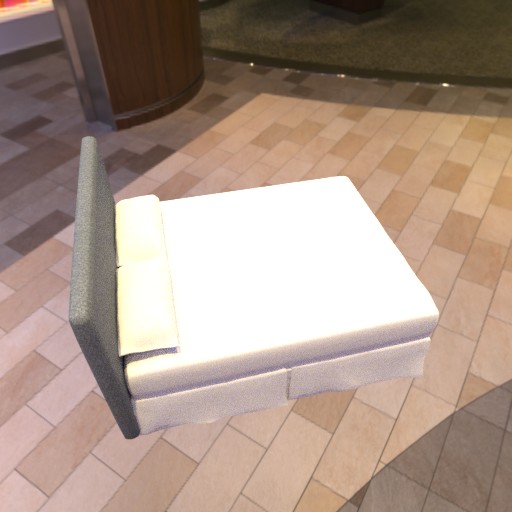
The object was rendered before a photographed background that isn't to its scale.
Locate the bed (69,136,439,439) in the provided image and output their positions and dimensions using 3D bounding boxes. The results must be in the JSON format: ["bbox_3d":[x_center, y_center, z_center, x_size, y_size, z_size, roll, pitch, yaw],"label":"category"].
[{"bbox_3d":[0.000,0.000,3.153,2.142,1.330,1.723,-10,45,-10],"label":"bed"}]
